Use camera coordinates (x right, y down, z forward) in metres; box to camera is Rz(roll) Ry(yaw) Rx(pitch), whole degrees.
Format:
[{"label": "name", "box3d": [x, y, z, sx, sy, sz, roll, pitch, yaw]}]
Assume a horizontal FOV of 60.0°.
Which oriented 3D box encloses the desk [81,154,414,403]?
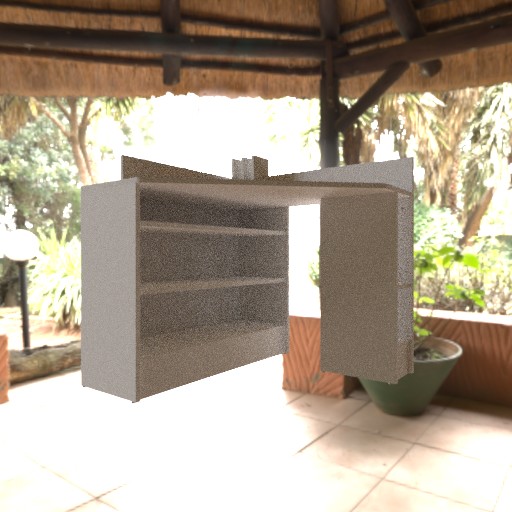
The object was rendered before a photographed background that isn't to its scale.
[{"label": "desk", "box3d": [0.000, 0.000, 1.758, 0.940, 0.986, 0.940, 0, 0, 37]}]
